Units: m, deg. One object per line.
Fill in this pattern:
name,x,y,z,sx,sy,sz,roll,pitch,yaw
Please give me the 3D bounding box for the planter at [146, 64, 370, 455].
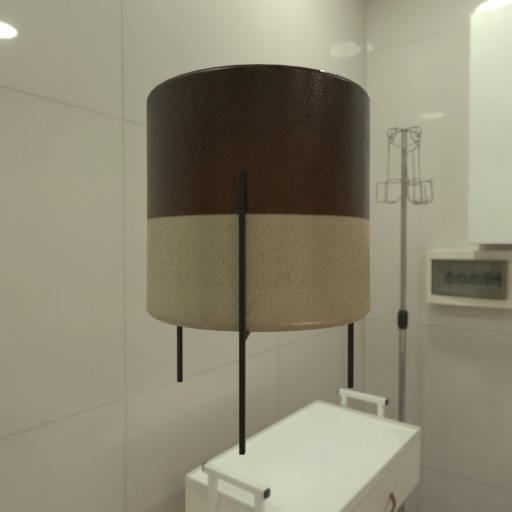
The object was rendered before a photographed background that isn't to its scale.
planter,0.000,0.000,0.704,0.354,0.465,0.345,1,1,36
